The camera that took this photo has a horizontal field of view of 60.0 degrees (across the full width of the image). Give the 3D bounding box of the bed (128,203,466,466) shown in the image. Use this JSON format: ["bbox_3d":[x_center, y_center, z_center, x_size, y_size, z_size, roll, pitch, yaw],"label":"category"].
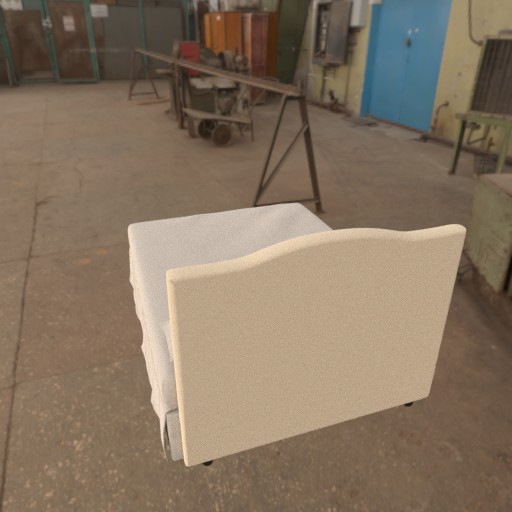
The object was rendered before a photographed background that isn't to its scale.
[{"bbox_3d":[0.000,0.000,3.588,1.977,1.437,2.477,-9,29,-17],"label":"bed"}]
